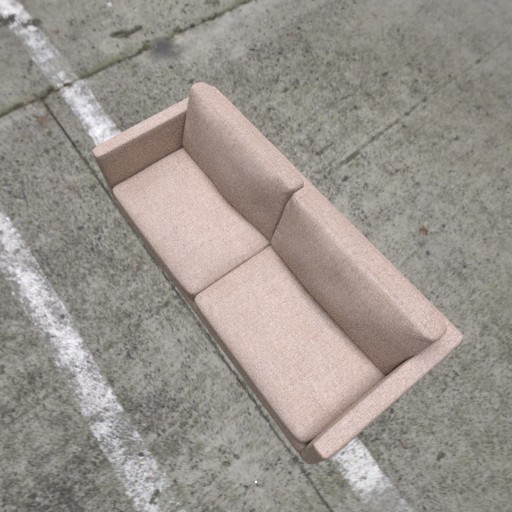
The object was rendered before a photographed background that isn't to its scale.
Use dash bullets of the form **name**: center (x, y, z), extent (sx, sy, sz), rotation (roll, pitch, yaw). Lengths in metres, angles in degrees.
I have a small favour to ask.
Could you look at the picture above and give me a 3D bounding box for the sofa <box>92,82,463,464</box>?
- **sofa**: center (0.000, 0.000, 2.686), extent (0.951, 0.965, 2.208), rotation (-34, 68, -16)
